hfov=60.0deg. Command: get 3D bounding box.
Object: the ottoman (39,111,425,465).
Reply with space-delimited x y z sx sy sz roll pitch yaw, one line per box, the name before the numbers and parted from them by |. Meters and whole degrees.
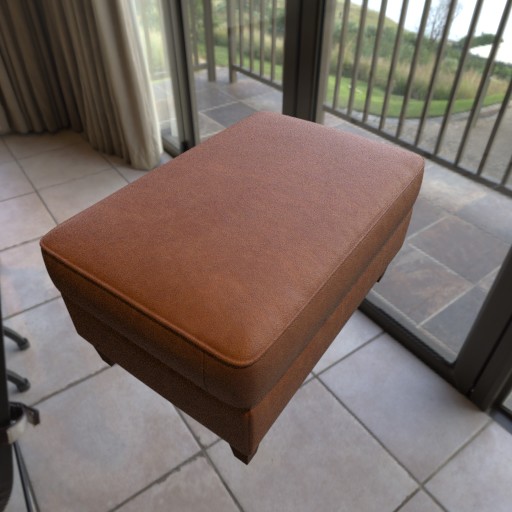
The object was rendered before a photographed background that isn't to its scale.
ottoman | 0.000 0.000 1.185 0.584 0.483 0.864 25 47 26
